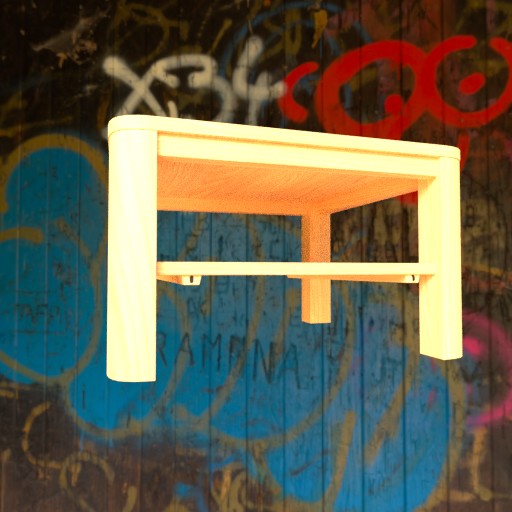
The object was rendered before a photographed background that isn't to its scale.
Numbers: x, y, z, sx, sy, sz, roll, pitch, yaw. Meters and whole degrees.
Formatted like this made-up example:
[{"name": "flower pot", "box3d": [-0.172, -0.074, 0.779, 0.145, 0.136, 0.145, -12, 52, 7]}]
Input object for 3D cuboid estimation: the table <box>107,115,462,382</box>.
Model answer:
[{"name": "table", "box3d": [0.000, 0.000, 1.197, 0.750, 0.450, 0.750, 1, -2, -17]}]
